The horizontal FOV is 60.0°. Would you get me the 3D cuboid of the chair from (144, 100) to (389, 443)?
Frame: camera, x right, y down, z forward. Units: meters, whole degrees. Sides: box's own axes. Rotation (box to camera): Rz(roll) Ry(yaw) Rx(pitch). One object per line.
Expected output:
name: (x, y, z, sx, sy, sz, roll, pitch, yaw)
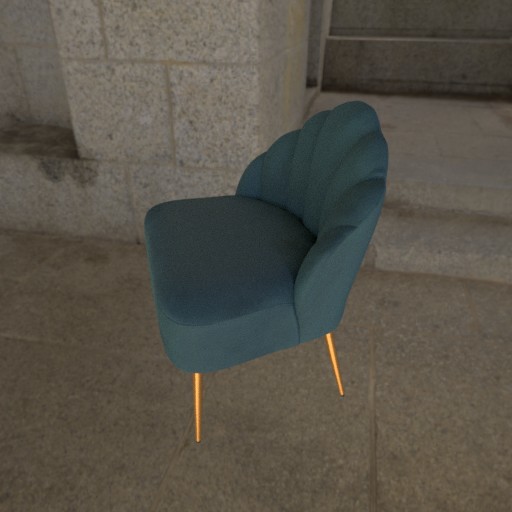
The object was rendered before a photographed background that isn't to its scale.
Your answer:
chair: (0.000, 0.000, 1.271, 0.599, 0.819, 0.657, -8, 31, -14)
